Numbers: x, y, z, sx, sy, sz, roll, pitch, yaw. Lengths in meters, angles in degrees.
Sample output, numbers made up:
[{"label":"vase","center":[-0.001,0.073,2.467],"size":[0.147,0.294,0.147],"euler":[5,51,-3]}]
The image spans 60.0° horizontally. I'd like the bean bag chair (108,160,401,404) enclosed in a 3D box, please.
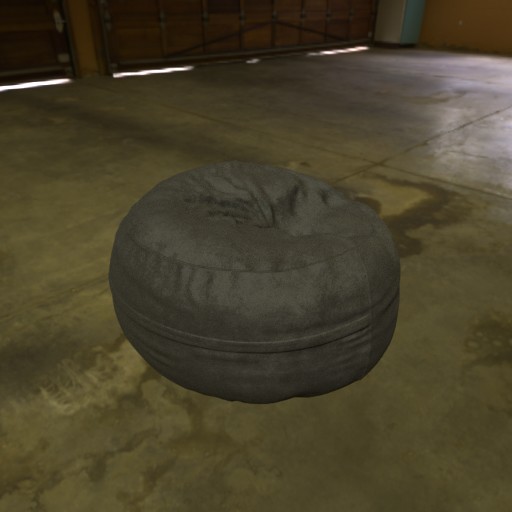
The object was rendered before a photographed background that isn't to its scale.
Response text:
[{"label":"bean bag chair","center":[0.000,0.000,2.378],"size":[1.525,0.751,1.525],"euler":[0,30,0]}]
